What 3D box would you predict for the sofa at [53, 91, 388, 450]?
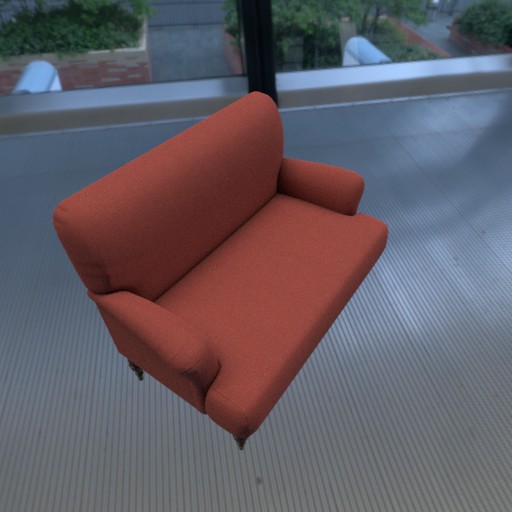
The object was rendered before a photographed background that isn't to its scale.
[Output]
[{"bbox_3d":[0.000,0.000,1.870,0.779,0.889,1.297,25,47,25],"label":"sofa"}]
